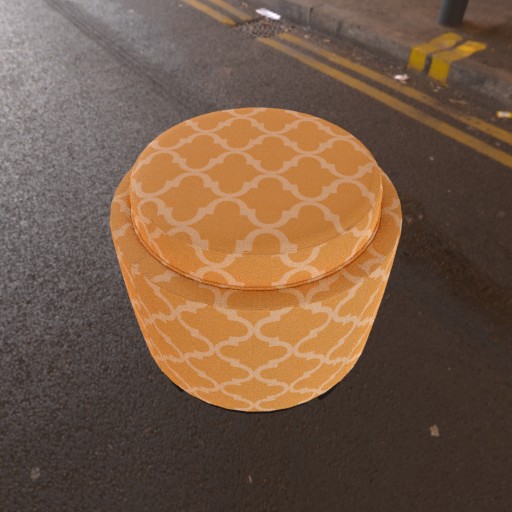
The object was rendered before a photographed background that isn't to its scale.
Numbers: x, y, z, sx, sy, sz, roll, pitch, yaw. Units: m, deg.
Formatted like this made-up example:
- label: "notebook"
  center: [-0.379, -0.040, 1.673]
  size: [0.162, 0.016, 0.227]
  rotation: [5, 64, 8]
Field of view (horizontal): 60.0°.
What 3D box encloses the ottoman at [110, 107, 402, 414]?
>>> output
- label: "ottoman"
  center: [0.000, 0.000, 0.835]
  size: [0.480, 0.429, 0.480]
  rotation: [0, 46, 0]
